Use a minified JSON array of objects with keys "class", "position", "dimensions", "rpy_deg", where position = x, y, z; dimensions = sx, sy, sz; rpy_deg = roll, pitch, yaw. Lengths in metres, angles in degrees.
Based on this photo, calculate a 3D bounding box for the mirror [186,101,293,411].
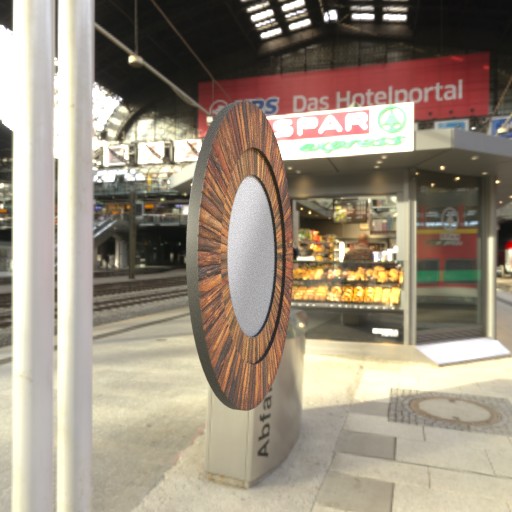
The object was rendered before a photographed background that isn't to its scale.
[{"class":"mirror","position":[0.000,0.000,1.631],"dimensions":[0.036,1.077,1.077],"rpy_deg":[0,0,18]}]
